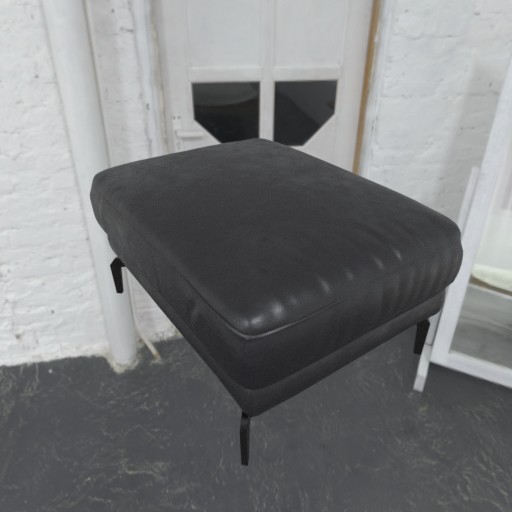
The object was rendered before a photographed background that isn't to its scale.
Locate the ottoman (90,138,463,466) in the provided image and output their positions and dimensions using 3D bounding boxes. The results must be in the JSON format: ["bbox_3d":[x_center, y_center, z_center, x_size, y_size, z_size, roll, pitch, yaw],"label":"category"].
[{"bbox_3d":[0.000,0.000,1.087,0.570,0.402,0.764,-20,37,-29],"label":"ottoman"}]
